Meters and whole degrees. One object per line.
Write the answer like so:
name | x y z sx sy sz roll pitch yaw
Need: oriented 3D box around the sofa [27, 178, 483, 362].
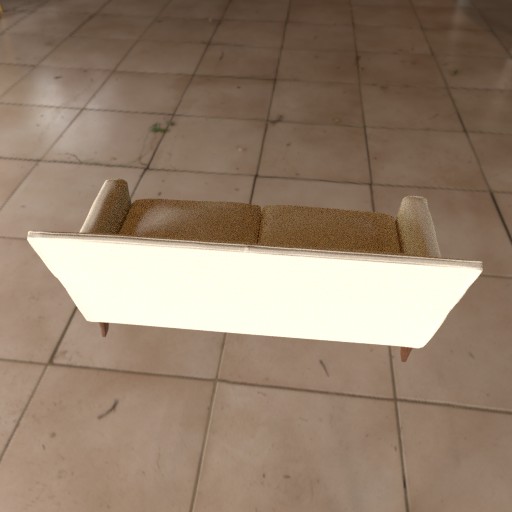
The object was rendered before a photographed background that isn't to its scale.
sofa | 0.000 0.000 2.518 2.001 0.907 0.841 4 46 4
